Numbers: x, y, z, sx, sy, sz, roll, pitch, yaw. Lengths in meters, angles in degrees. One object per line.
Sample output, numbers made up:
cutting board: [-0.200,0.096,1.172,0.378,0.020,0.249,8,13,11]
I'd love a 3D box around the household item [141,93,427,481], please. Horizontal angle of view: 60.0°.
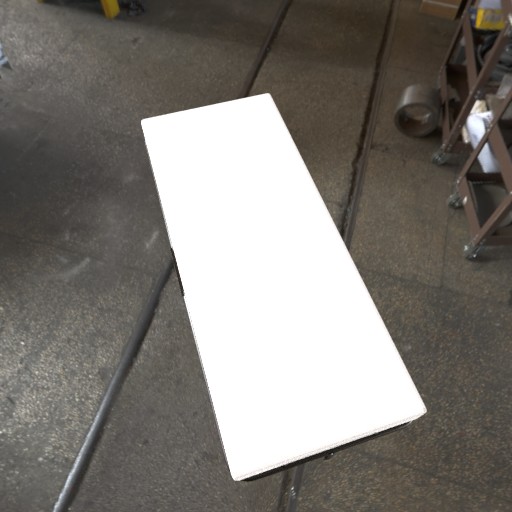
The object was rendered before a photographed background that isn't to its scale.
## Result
household item: [0.000,0.000,2.177,0.787,0.356,1.905,-15,60,-9]
